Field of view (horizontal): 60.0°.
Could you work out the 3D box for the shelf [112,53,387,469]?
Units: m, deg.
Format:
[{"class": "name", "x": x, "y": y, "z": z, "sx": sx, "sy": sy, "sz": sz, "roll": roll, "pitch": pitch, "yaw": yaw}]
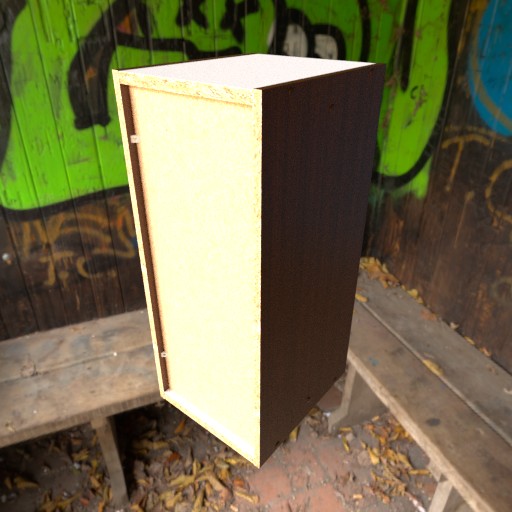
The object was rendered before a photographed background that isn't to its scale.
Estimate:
[{"class": "shelf", "x": 0.000, "y": 0.000, "z": 0.758, "sx": 0.253, "sy": 0.600, "sz": 0.290, "roll": 22, "pitch": 36, "yaw": 33}]
